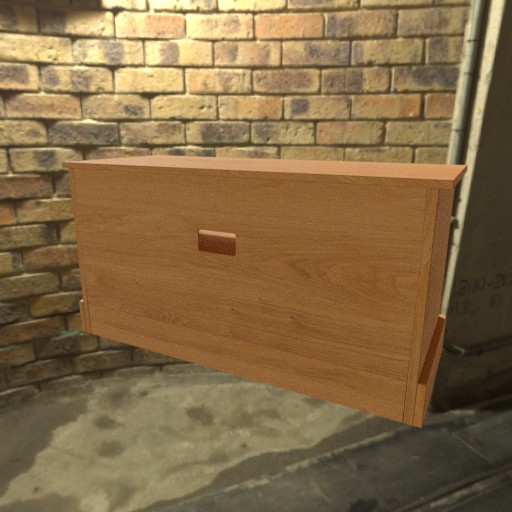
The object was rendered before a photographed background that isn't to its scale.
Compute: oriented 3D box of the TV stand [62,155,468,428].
[{"bbox_3d":[0.000,0.000,1.342,1.080,0.550,0.440,8,18,27],"label":"TV stand"}]
